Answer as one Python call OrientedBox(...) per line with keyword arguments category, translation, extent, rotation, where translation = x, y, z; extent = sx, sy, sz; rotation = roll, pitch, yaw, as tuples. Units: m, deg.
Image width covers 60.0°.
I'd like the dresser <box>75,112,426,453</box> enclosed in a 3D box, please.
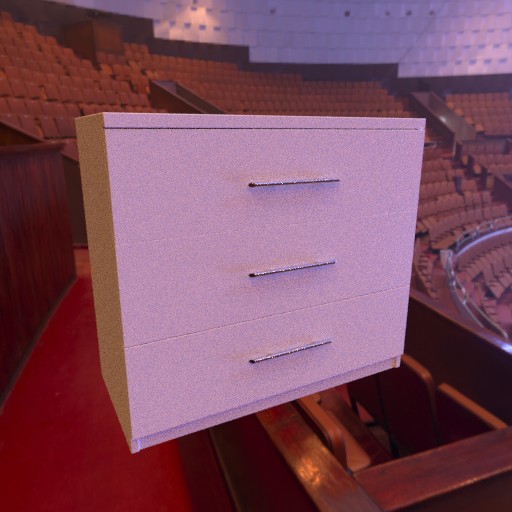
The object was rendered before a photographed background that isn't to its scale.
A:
OrientedBox(category="dresser", translation=(0.000, 0.000, 1.247), extent=(0.830, 0.740, 0.420), rotation=(-8, 18, -27))
